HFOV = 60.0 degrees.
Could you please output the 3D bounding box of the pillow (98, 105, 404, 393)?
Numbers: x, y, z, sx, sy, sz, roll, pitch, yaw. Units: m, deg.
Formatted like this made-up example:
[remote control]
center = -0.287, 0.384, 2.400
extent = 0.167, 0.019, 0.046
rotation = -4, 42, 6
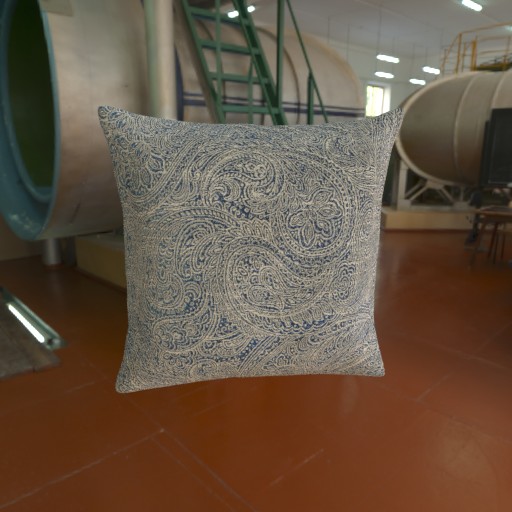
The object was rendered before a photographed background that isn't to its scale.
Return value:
[pillow]
center = 0.000, 0.000, 0.796
extent = 0.523, 0.510, 0.166
rotation = -2, 14, -8
